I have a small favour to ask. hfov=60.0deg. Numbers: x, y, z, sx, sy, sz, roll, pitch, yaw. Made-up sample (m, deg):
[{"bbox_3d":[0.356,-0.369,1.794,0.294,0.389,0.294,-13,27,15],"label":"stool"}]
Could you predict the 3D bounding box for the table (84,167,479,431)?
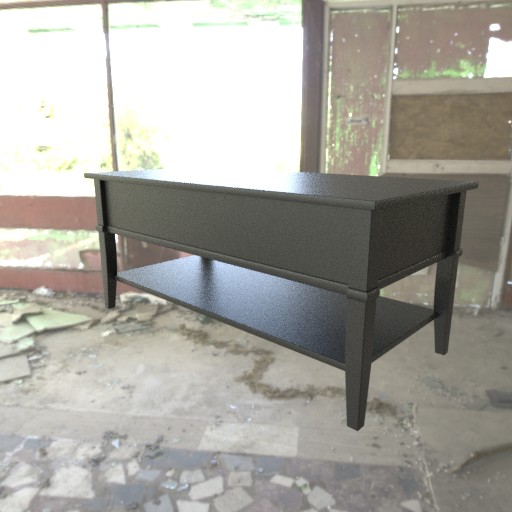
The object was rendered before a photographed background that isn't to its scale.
[{"bbox_3d":[0.000,0.000,1.332,1.044,0.470,0.523,13,19,42],"label":"table"}]
